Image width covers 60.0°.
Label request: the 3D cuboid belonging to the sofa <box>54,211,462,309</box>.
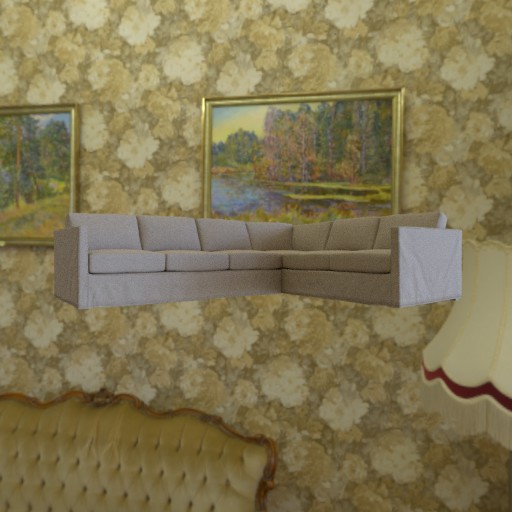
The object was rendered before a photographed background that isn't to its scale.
[{"bbox_3d":[0.000,0.000,4.310,3.182,0.871,2.432,0,0,-36],"label":"sofa"}]
